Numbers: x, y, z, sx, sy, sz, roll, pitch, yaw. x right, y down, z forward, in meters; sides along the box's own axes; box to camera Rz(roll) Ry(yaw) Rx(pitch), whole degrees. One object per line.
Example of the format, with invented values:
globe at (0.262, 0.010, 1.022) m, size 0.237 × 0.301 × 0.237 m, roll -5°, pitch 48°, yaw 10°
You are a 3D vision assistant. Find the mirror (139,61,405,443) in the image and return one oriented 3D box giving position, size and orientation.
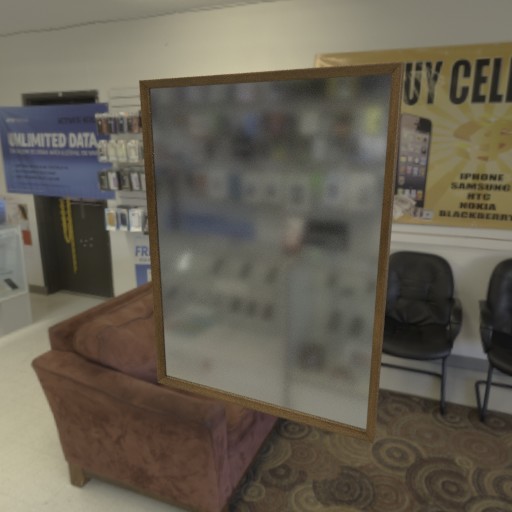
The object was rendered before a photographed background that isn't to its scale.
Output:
mirror at (0.000, 0.000, 1.318) m, size 0.762 × 1.016 × 0.041 m, roll 7°, pitch 16°, yaw 25°
